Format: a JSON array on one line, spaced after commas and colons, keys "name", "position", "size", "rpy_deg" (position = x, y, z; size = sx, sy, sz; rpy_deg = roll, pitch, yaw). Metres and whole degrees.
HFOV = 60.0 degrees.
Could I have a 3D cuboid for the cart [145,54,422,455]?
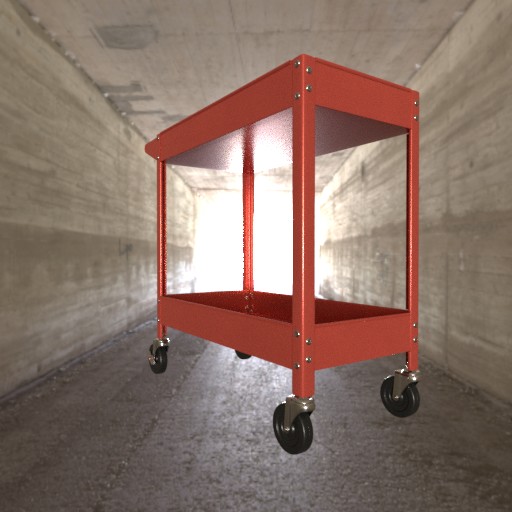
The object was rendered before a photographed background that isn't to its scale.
[{"name": "cart", "position": [0.000, 0.000, 1.181], "size": [0.366, 0.719, 0.779], "rpy_deg": [0, 1, -35]}]
